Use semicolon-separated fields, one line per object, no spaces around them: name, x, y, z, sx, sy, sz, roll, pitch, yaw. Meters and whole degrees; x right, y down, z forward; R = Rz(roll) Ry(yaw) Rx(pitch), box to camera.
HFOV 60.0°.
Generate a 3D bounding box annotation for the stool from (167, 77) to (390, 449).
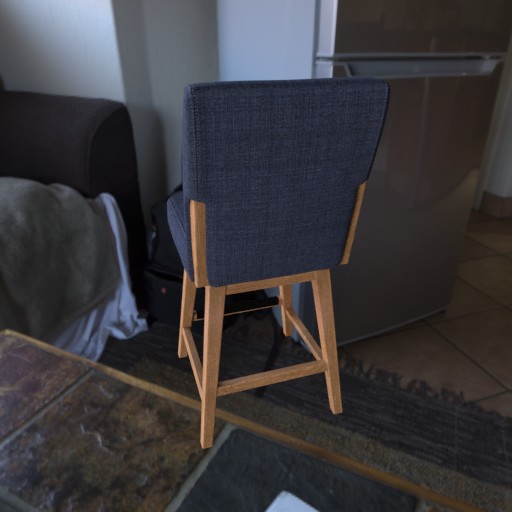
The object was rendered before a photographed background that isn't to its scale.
stool;0.000;0.000;1.301;0.459;1.010;0.526;-8;28;-16
